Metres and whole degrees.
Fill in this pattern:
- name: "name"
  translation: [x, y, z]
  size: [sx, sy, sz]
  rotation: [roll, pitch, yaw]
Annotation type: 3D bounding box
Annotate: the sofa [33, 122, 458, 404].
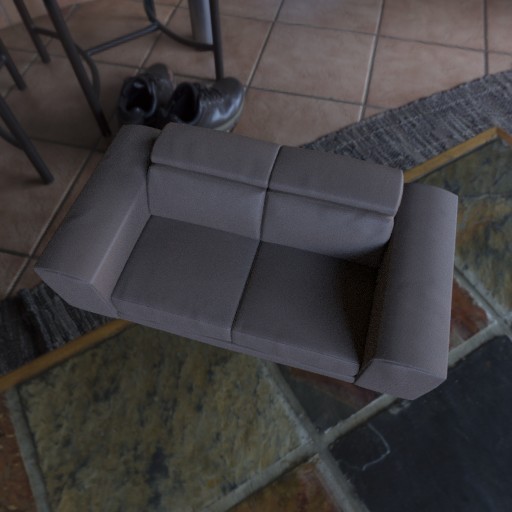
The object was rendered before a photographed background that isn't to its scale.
- name: "sofa"
  translation: [0.000, 0.000, 2.346]
  size: [1.895, 0.779, 1.003]
  rotation: [14, 60, 8]
